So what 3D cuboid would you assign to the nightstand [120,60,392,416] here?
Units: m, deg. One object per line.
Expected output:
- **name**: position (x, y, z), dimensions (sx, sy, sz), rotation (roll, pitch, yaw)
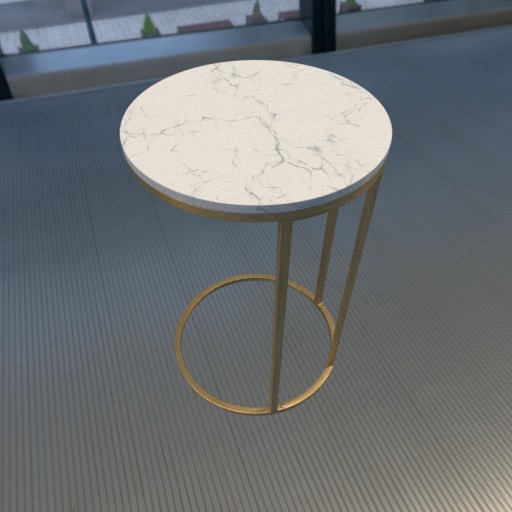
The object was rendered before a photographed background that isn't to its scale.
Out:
- **nightstand**: position (0.000, 0.000, 0.888), dimensions (0.400, 0.610, 0.400), rotation (18, 50, 16)
